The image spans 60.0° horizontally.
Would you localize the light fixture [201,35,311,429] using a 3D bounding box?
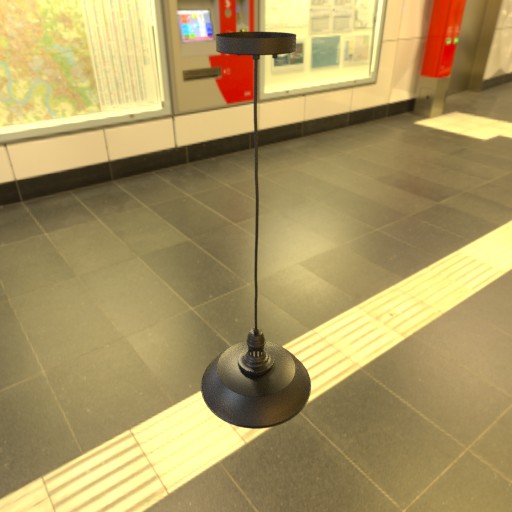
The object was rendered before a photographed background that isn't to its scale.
[{"bbox_3d":[0.000,0.000,1.109,0.331,0.993,0.331,18,35,28],"label":"light fixture"}]
